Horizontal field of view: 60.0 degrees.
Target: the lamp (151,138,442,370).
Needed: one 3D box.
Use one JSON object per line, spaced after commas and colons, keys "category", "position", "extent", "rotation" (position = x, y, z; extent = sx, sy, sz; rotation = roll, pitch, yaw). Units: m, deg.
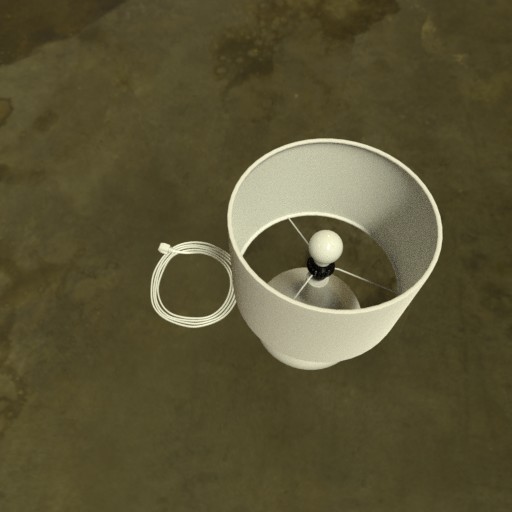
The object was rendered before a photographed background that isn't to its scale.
{"category": "lamp", "position": [0.000, 0.000, 0.863], "extent": [0.401, 0.457, 0.546], "rotation": [-33, 65, -18]}
